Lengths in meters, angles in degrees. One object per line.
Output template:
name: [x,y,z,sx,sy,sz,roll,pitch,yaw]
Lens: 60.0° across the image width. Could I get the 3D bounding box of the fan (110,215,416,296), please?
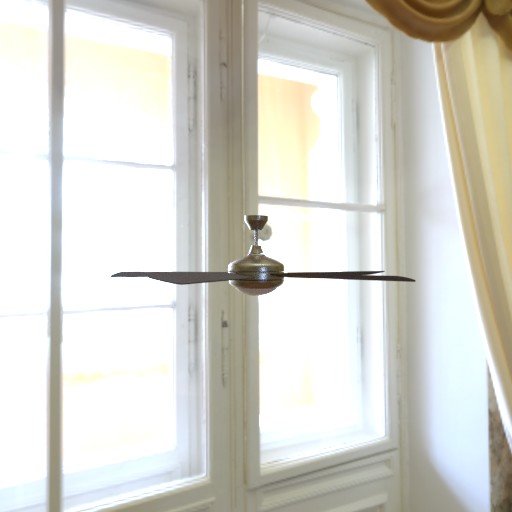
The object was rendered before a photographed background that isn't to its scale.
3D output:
fan: [0.000,0.000,1.978,1.321,0.356,1.321,0,-1,18]
